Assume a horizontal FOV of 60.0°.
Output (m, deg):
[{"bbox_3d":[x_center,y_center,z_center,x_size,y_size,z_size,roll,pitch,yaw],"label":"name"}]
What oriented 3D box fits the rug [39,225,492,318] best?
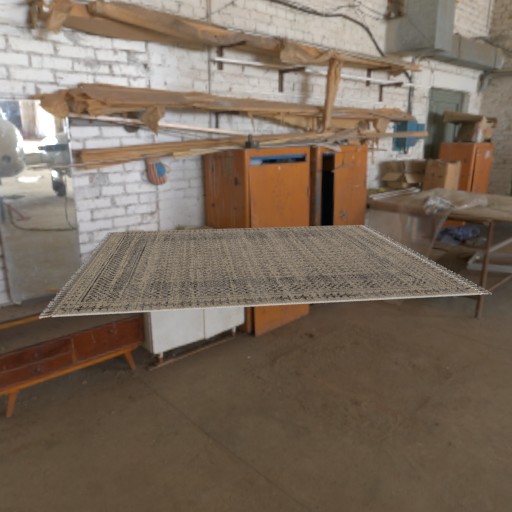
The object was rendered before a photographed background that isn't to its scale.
[{"bbox_3d":[0.000,0.000,3.899,2.940,0.013,2.312,-2,16,-8],"label":"rug"}]
